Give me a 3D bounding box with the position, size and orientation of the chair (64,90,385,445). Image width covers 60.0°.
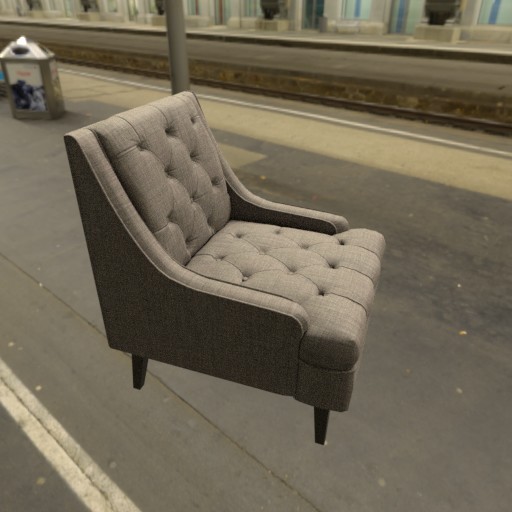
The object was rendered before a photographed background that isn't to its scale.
[{"bbox_3d":[0.000,0.000,1.424,0.771,0.891,0.655,10,32,17],"label":"chair"}]
